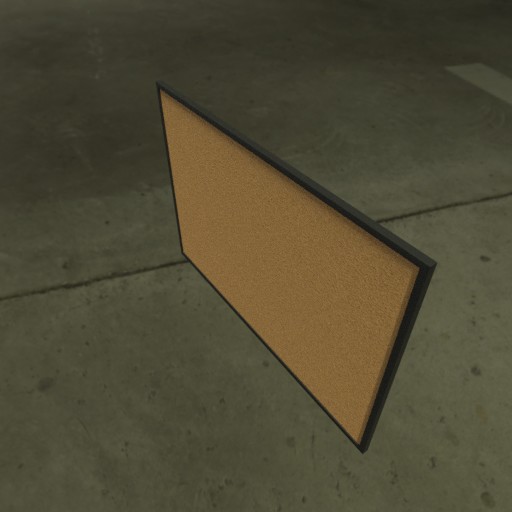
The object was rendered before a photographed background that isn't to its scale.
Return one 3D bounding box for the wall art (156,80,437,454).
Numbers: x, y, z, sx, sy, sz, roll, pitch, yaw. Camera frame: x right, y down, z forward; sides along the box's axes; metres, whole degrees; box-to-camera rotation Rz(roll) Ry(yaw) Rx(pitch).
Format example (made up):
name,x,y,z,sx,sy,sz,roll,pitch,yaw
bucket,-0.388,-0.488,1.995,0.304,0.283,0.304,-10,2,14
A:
name,x,y,z,sx,sy,sz,roll,pitch,yaw
wall art,0.000,0.000,0.838,0.013,0.458,0.664,-26,48,-26
